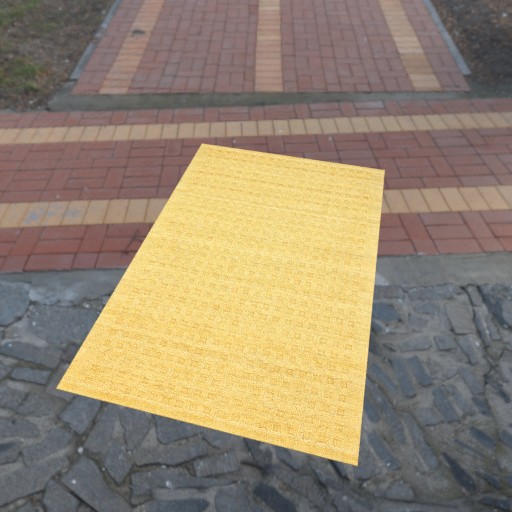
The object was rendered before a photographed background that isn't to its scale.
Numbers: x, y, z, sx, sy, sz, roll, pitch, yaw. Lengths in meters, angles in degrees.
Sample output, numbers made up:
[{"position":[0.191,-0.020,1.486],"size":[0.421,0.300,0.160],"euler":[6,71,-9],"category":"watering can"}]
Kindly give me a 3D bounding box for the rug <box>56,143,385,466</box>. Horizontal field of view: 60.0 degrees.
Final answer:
[{"position":[0.000,0.000,2.885],"size":[1.524,0.006,2.286],"euler":[11,48,10],"category":"rug"}]
